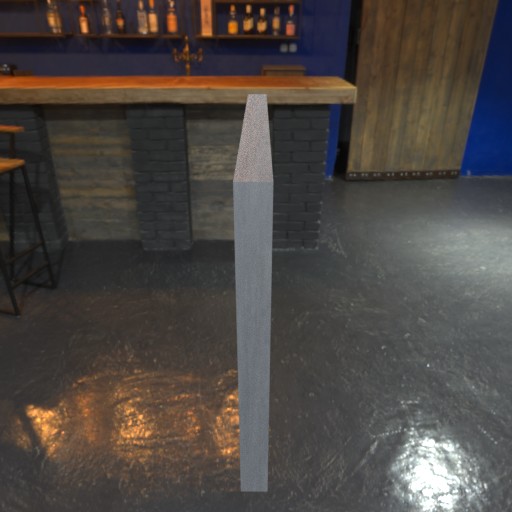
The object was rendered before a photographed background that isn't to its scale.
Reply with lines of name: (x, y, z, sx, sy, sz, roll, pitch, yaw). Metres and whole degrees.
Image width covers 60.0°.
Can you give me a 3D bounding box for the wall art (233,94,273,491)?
wall art: (0.000, 0.000, 0.761, 0.037, 0.450, 0.557, 0, 28, 0)
